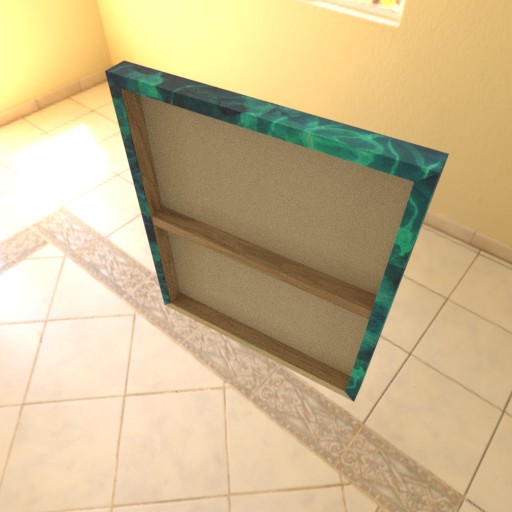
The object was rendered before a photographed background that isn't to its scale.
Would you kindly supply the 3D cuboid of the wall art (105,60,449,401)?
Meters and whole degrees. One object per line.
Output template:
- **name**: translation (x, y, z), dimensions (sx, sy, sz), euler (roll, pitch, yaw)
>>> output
- **wall art**: translation (0.000, 0.000, 0.699), dimensions (0.432, 0.508, 0.038), euler (23, 51, 20)
